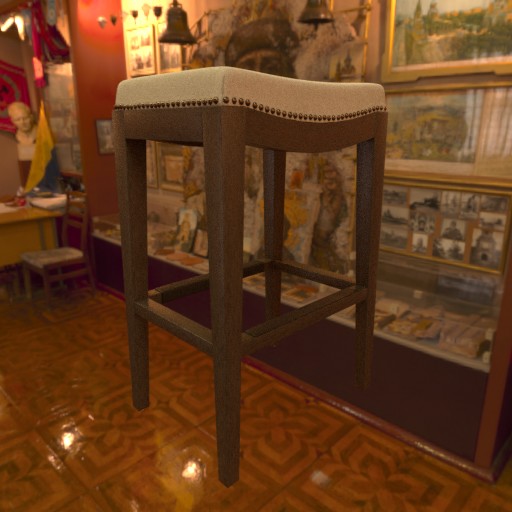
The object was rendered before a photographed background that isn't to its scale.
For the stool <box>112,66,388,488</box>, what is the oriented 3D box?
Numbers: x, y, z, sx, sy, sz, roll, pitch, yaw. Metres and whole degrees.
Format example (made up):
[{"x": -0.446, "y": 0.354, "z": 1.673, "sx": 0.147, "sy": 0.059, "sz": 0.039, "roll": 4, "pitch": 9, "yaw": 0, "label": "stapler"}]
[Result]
[{"x": 0.000, "y": 0.000, "z": 1.028, "sx": 0.498, "sy": 0.759, "sz": 0.358, "roll": -15, "pitch": 22, "yaw": -42, "label": "stool"}]
